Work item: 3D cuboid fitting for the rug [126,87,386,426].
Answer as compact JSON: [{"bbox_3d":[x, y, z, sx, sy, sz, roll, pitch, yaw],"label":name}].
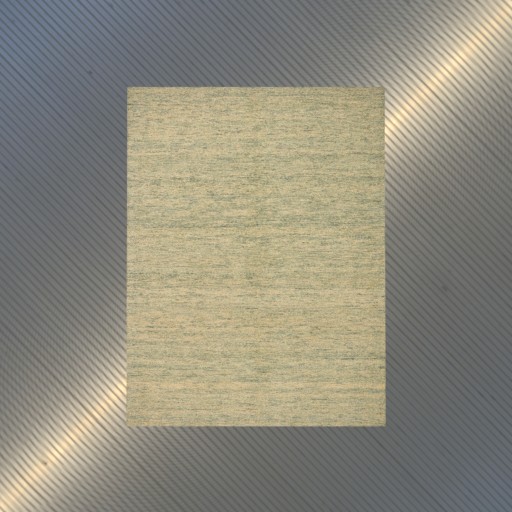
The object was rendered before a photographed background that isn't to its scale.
[{"bbox_3d":[0.000,0.000,4.180,2.437,0.014,3.201,0,89,0],"label":"rug"}]
